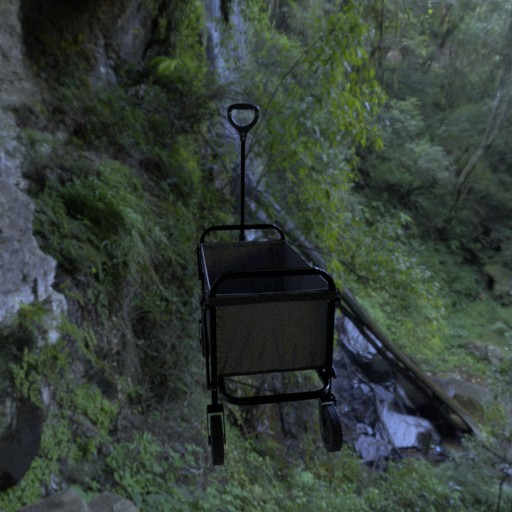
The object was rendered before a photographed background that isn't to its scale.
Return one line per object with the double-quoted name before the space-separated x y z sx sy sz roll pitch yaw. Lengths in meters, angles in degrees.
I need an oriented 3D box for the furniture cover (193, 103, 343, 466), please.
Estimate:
"furniture cover" 0.000 0.000 1.904 0.532 1.295 1.038 -2 15 -9
